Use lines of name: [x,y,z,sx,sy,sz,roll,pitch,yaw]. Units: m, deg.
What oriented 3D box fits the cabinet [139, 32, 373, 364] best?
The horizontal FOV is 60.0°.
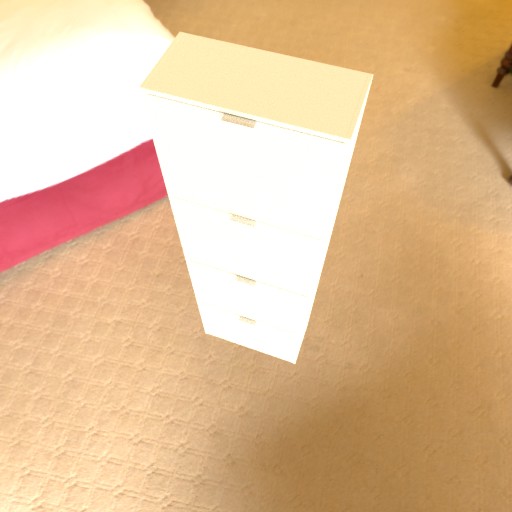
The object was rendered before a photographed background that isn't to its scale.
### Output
cabinet: [0.000,0.000,1.769,0.520,1.630,0.255,17,61,10]
